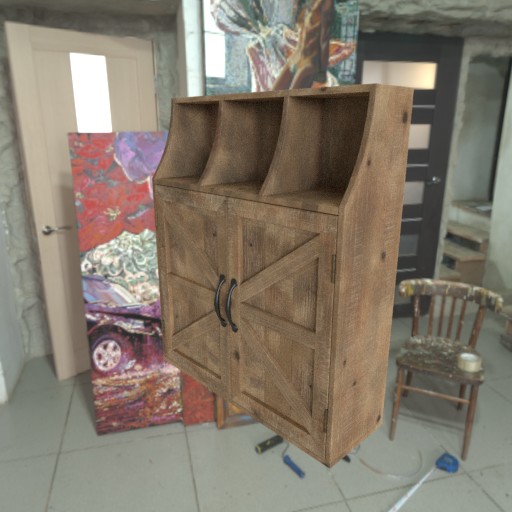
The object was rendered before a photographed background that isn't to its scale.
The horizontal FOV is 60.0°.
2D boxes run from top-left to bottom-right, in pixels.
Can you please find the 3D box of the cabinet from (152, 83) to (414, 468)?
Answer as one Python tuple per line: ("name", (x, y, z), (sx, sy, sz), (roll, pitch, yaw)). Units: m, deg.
("cabinet", (0.000, 0.000, 0.852), (0.184, 0.590, 0.489), (-15, 22, -42))
